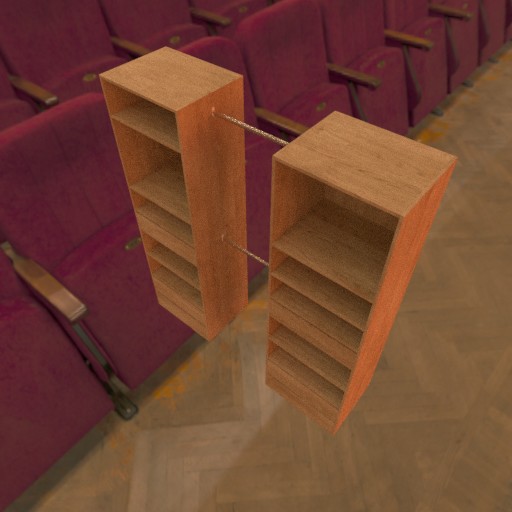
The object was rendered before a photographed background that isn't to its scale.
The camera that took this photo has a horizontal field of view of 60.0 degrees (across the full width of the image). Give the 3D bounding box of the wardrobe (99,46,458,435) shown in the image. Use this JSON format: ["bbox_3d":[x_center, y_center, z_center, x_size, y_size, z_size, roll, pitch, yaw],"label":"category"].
[{"bbox_3d":[0.000,0.000,2.819,1.770,2.000,0.480,31,54,26],"label":"wardrobe"}]
